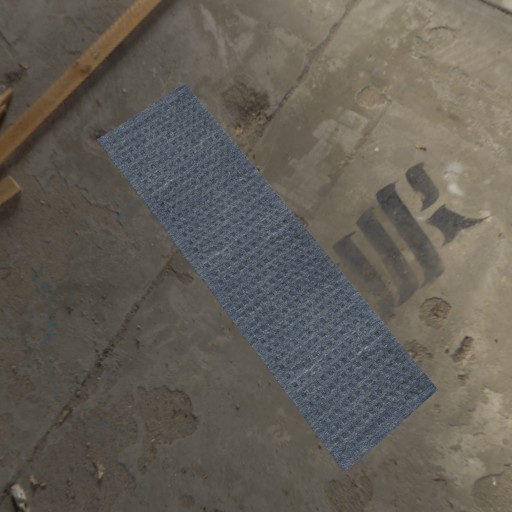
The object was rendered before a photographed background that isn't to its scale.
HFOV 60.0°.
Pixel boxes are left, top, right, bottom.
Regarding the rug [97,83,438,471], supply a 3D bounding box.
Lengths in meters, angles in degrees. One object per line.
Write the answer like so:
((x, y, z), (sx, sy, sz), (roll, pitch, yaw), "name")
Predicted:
((0.000, 0.000, 2.633), (0.688, 0.008, 2.443), (-36, 78, -9), "rug")
